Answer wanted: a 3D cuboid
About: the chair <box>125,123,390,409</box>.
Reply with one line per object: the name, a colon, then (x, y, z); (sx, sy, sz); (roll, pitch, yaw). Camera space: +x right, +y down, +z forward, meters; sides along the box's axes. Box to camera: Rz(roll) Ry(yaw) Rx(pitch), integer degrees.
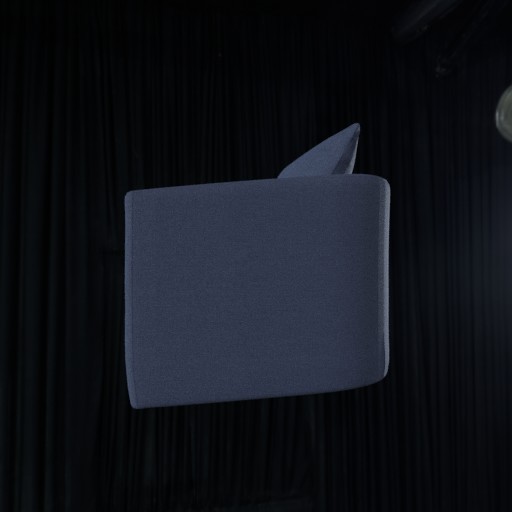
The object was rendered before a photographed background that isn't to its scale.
chair: (0.000, 0.000, 1.608); (0.910, 0.848, 0.845); (1, -2, -16)
